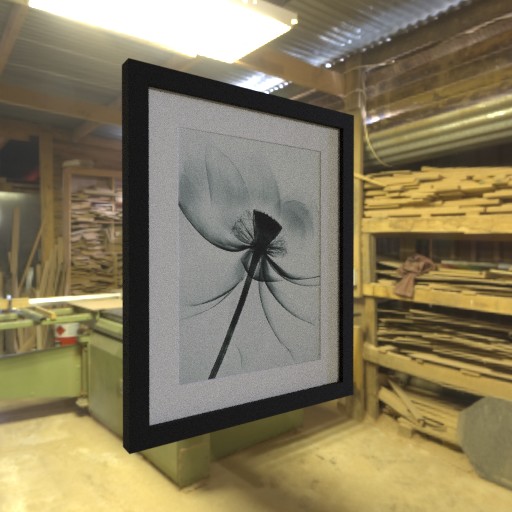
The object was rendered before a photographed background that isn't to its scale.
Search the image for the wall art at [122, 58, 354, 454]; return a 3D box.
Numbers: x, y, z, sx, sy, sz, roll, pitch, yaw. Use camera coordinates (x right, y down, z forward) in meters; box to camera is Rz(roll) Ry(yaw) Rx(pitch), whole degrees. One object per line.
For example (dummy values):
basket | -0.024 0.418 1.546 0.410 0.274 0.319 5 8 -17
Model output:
wall art | 0.000 0.000 0.768 0.457 0.559 0.029 0 1 -35
